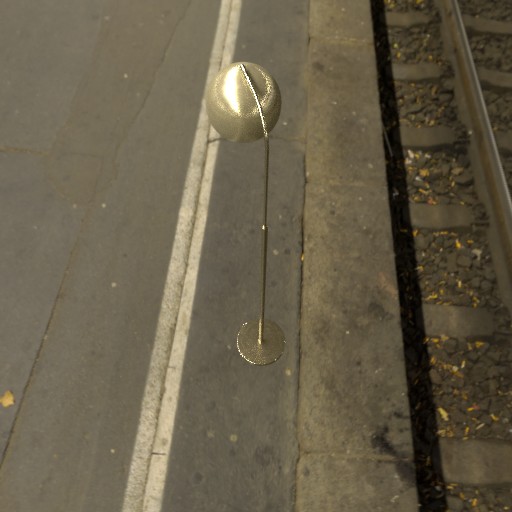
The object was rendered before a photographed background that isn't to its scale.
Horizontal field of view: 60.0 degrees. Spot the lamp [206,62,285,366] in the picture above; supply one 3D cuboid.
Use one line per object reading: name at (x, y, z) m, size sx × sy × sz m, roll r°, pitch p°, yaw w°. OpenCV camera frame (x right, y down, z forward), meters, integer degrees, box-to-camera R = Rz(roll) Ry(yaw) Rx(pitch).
lamp at (0.000, 0.000, 1.707) m, size 0.250 × 1.526 × 0.431 m, roll -15°, pitch 61°, yaw -9°
